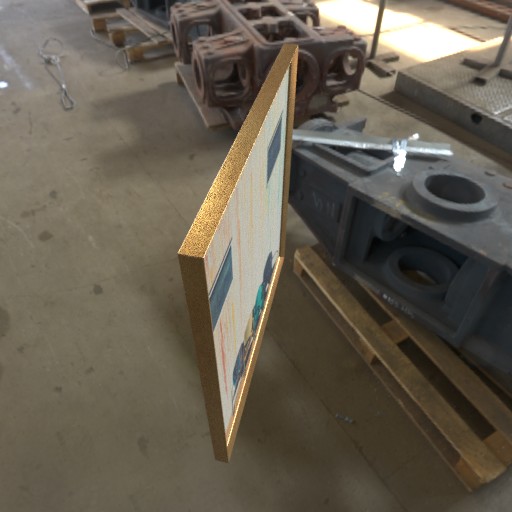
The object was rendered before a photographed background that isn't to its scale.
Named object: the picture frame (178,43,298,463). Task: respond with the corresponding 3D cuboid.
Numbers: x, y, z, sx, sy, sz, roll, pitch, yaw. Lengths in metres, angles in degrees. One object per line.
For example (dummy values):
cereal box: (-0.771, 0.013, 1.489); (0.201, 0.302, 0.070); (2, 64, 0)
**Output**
picture frame: (0.000, 0.000, 1.124); (0.037, 0.761, 0.758); (10, 47, 9)
